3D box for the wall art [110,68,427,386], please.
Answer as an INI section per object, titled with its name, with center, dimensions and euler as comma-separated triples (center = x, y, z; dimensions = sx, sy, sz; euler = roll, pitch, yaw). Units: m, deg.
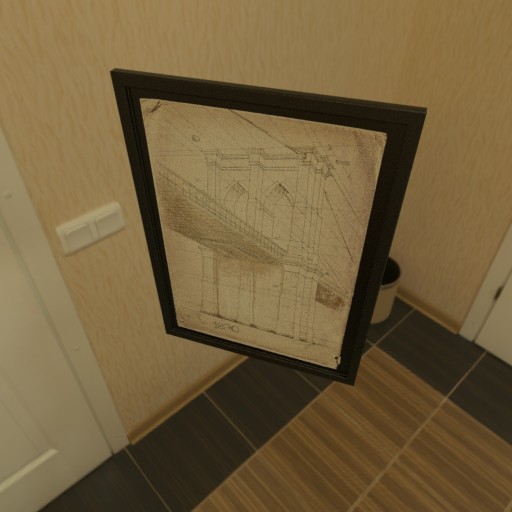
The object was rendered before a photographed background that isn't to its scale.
[wall art]
center = 0.000, 0.000, 0.865
dimensions = 0.480, 0.657, 0.016
euler = 13, 43, 14
